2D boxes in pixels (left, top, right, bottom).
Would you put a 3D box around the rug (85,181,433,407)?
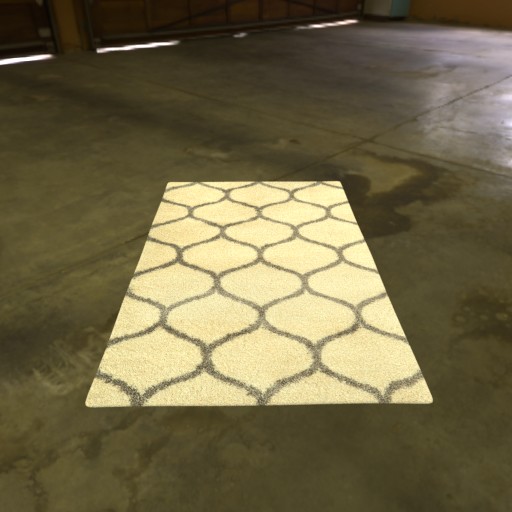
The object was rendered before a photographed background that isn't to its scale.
[{"bbox_3d":[0.000,0.000,2.882,1.501,0.024,2.348,0,33,-1],"label":"rug"}]
